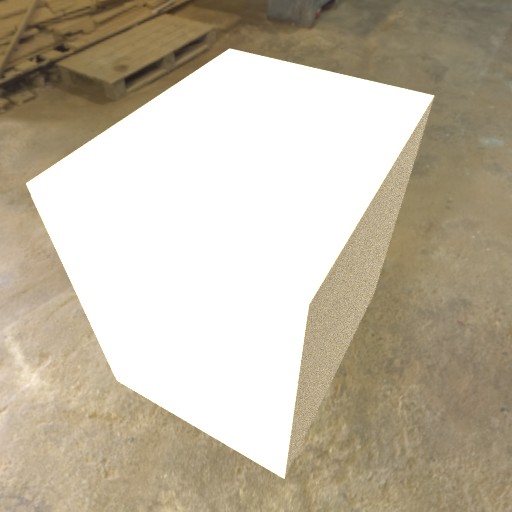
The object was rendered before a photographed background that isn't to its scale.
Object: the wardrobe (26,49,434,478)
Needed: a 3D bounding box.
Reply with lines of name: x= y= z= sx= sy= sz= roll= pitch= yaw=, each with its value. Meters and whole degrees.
wardrobe: x=0.000 y=0.000 z=0.841 sx=0.400 sy=0.520 sz=0.500 roll=22 pitch=50 yaw=20
